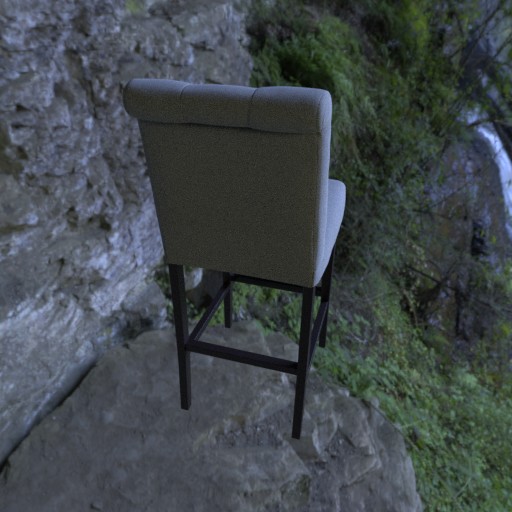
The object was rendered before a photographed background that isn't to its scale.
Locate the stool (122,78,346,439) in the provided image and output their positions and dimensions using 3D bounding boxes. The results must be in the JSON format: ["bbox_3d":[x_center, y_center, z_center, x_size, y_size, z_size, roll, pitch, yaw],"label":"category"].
[{"bbox_3d":[0.000,0.000,1.438,0.493,1.140,0.601,9,32,15],"label":"stool"}]
